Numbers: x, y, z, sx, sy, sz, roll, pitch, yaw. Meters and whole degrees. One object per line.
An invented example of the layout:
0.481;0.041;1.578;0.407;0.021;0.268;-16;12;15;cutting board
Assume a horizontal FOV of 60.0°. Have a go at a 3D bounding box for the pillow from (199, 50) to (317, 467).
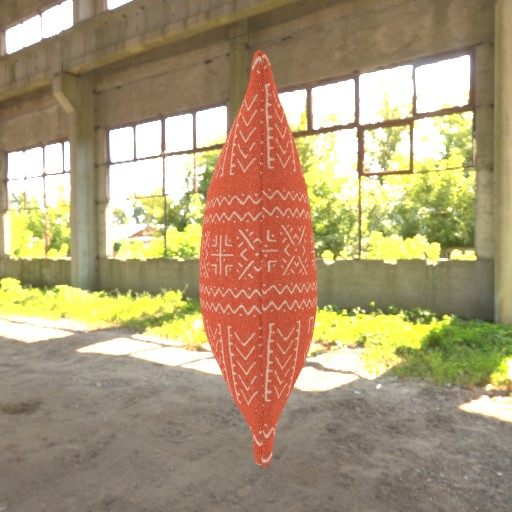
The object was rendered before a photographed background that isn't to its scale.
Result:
0.000;0.000;0.656;0.164;0.429;0.438;0;1;-2;pillow
